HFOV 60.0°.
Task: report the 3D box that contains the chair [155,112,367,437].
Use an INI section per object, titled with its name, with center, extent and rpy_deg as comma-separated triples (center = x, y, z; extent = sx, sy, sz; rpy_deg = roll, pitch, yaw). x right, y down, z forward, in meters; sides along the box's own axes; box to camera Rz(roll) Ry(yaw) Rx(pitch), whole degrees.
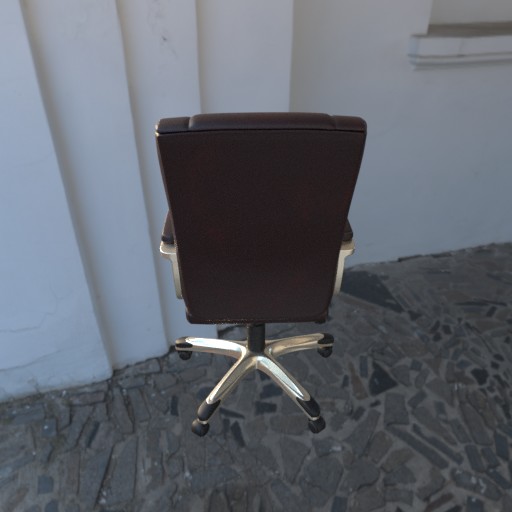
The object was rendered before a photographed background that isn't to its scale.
[chair]
center = 0.000, 0.000, 1.509
extent = 0.662, 1.107, 0.739
rpy_deg = -1, 31, -2
